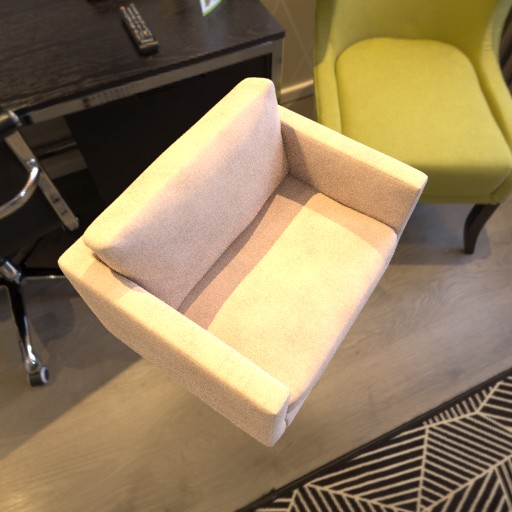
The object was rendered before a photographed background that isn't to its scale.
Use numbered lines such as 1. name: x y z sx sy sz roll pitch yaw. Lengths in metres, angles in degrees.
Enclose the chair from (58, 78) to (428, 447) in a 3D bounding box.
1. chair: 0.000 0.000 1.868 0.959 0.961 1.133 31 64 17
